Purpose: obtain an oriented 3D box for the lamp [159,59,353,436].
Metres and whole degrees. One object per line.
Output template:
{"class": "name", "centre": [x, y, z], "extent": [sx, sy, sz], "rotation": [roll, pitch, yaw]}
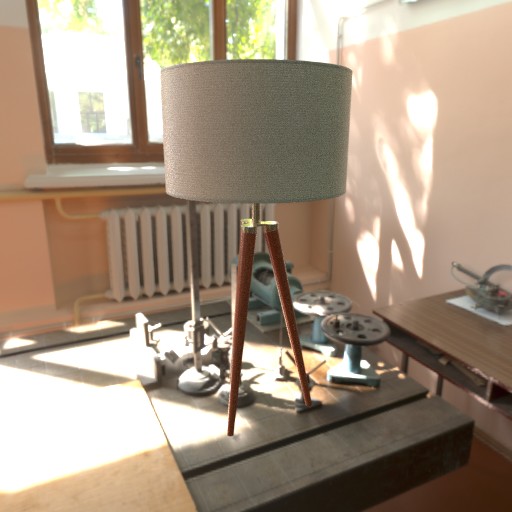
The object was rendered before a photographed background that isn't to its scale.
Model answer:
{"class": "lamp", "centre": [0.000, 0.000, 0.926], "extent": [0.354, 0.709, 0.355], "rotation": [2, 16, 8]}
